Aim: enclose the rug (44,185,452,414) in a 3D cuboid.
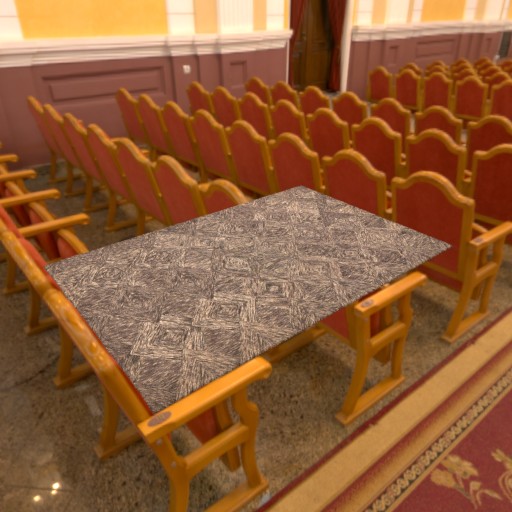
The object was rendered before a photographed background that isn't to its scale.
[{"bbox_3d":[0.000,0.000,2.321,1.808,0.011,1.189,-22,36,-33],"label":"rug"}]
